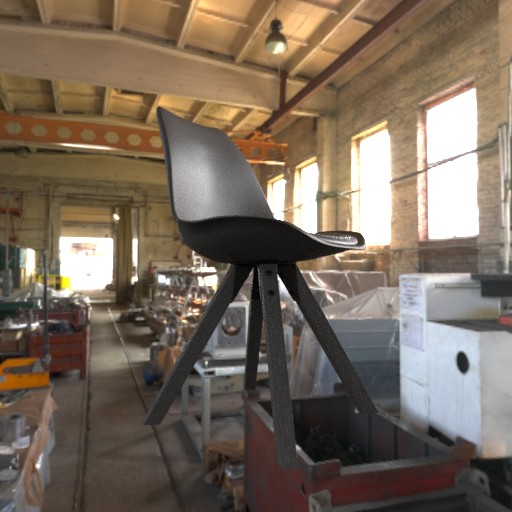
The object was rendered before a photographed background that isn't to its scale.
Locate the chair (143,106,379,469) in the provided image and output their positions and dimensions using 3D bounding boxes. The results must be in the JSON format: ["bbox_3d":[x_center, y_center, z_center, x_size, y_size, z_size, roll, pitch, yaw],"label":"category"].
[{"bbox_3d":[0.000,0.000,1.185,0.550,0.850,0.485,-1,-2,37],"label":"chair"}]
